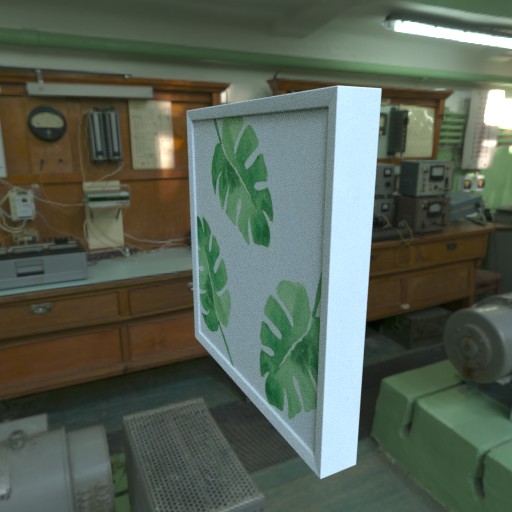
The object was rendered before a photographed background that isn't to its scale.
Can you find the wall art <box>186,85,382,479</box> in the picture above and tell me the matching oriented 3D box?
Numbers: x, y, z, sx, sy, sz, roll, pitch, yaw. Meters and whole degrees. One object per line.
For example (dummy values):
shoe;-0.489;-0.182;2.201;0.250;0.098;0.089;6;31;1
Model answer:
wall art;0.000;0.000;0.466;0.038;0.305;0.305;-7;17;-26
